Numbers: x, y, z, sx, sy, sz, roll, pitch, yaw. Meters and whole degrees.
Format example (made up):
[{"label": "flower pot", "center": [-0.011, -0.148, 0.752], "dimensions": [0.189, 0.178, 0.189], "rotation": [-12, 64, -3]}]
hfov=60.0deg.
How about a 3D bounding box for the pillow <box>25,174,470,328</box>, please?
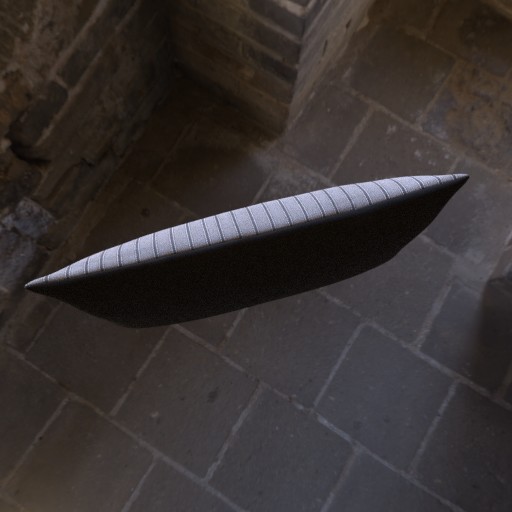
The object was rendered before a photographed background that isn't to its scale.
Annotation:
[{"label": "pillow", "center": [0.000, 0.000, 0.727], "dimensions": [0.609, 0.305, 0.151], "rotation": [-15, 77, -3]}]
